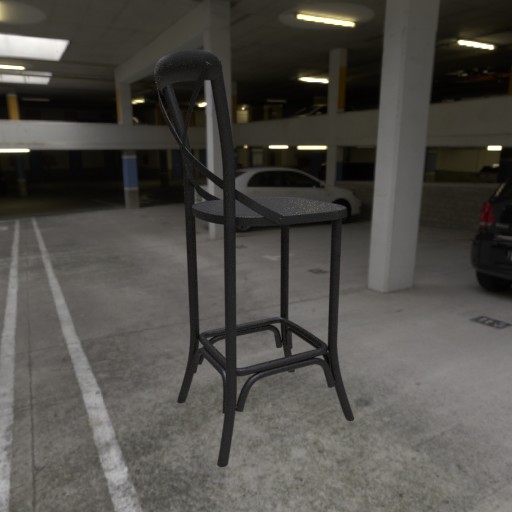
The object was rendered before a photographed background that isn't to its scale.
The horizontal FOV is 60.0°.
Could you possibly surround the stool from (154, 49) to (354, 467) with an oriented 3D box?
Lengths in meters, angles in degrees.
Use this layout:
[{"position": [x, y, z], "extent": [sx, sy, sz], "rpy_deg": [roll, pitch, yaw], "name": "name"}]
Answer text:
[{"position": [0.000, 0.000, 1.464], "extent": [0.584, 1.168, 0.457], "rpy_deg": [-7, 16, -27], "name": "stool"}]
